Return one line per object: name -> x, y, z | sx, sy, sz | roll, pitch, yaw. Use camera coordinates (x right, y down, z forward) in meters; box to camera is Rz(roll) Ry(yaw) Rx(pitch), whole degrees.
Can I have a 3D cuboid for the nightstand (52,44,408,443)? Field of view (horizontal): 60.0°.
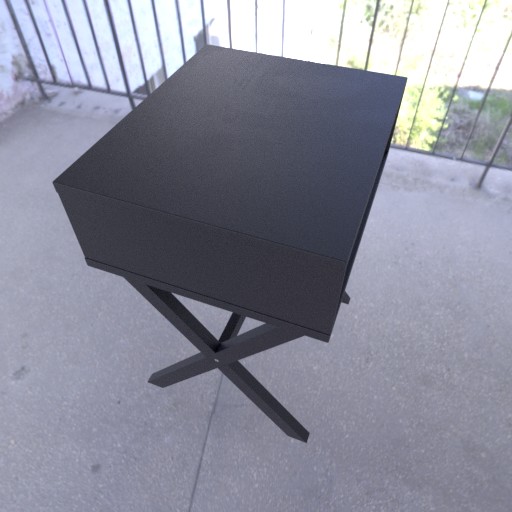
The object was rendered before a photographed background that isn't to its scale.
nightstand -> 0.000, 0.000, 0.924 | 0.402, 0.623, 0.479 | 16, 49, 14
